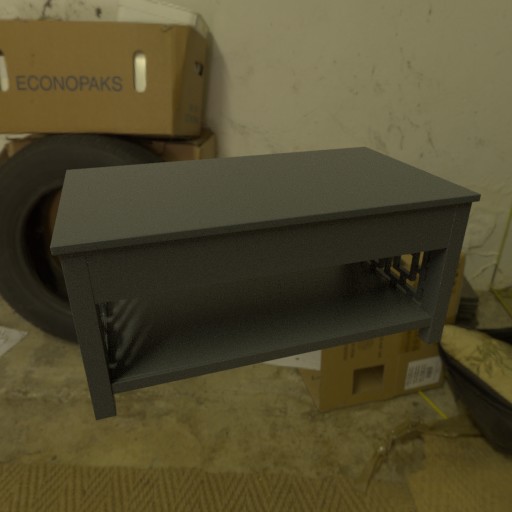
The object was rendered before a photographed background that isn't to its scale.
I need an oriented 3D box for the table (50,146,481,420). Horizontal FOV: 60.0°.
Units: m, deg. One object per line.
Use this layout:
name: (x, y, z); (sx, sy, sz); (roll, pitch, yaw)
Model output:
table: (0.000, 0.000, 1.407); (1.068, 0.493, 0.612); (-8, 28, -16)
